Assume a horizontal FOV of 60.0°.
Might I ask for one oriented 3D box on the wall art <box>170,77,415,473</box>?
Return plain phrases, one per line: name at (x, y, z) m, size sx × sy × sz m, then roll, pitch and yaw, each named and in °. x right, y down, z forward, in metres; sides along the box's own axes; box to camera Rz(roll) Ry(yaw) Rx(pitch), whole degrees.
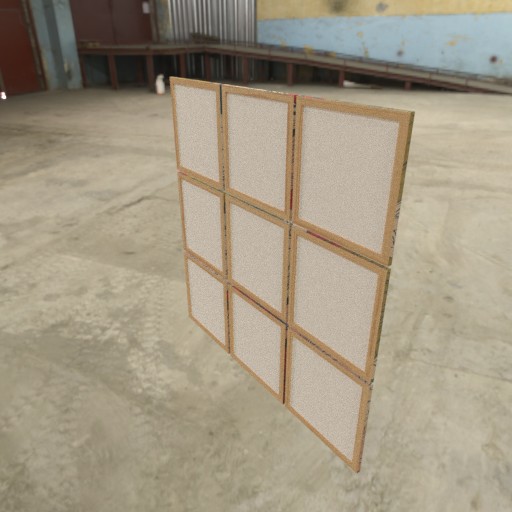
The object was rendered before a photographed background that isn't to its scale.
wall art at (0.000, 0.000, 1.290) m, size 0.013 × 0.913 × 0.904 m, roll -18°, pitch 32°, yaw -32°
